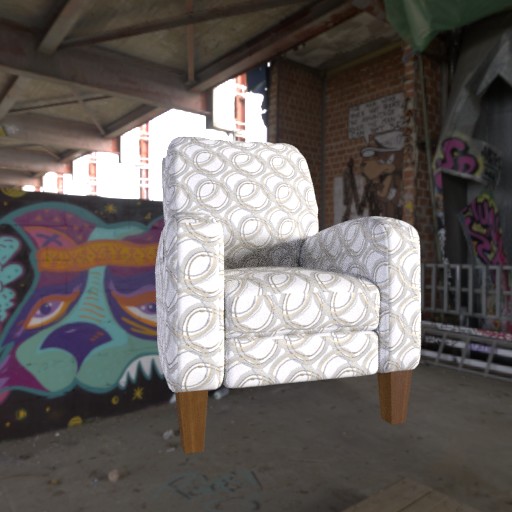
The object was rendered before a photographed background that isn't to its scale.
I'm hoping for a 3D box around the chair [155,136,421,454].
[{"bbox_3d":[0.000,0.000,1.742,0.796,1.065,0.995,0,1,-18],"label":"chair"}]
